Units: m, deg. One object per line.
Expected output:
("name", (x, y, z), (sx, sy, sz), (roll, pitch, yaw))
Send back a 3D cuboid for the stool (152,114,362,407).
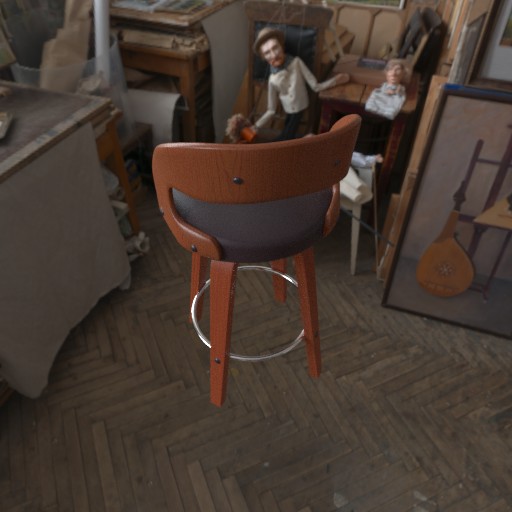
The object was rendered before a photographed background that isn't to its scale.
("stool", (0.000, 0.000, 1.219), (0.457, 0.940, 0.457), (-12, 45, -13))
